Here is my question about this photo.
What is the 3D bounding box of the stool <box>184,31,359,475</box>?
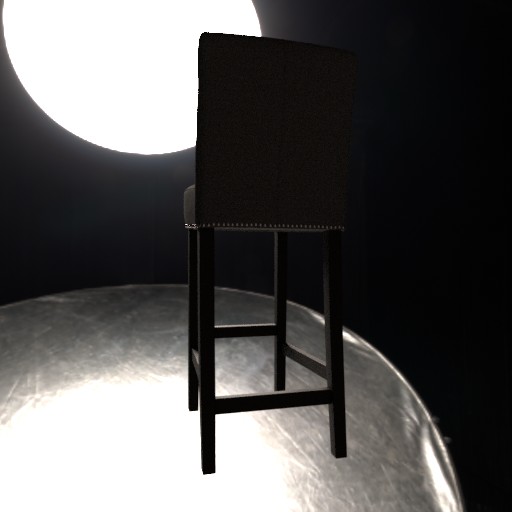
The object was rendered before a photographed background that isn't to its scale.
[{"bbox_3d":[0.000,0.000,1.306,0.411,1.047,0.548,0,-1,-15],"label":"stool"}]
